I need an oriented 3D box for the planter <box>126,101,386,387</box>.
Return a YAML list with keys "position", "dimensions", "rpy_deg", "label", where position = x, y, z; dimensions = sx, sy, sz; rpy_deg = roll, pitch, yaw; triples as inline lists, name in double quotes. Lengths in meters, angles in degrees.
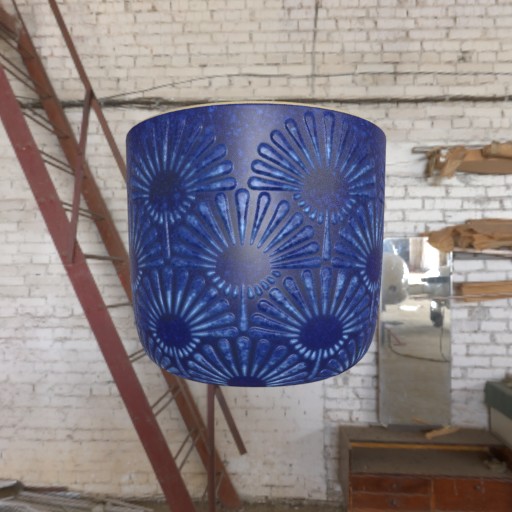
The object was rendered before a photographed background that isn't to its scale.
- position: [0.000, 0.000, 0.218]
  dimensions: [0.124, 0.109, 0.124]
  rpy_deg: [0, -1, 0]
  label: "planter"
